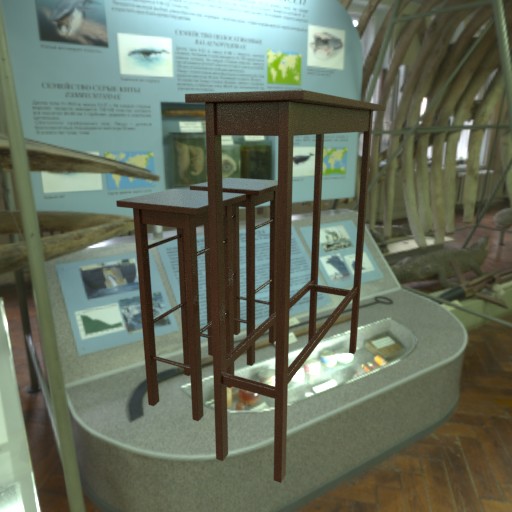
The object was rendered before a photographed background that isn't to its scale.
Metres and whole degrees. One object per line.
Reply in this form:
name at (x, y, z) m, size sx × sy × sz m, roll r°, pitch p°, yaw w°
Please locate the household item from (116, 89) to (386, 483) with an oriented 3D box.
household item at (0.000, 0.000, 1.628) m, size 0.676 × 1.067 × 0.914 m, roll 8°, pitch 18°, yaw 25°
